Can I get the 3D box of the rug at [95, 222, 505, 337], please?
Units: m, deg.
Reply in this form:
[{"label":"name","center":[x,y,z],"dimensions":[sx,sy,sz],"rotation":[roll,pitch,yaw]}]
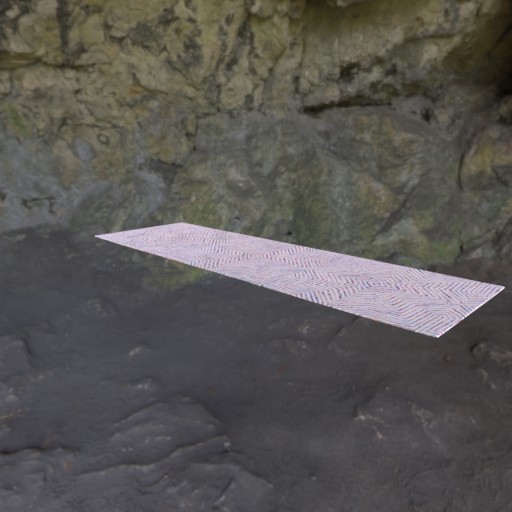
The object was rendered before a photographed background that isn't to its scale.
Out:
[{"label":"rug","center":[0.000,0.000,2.587],"dimensions":[2.443,0.009,0.771],"rotation":[13,20,42]}]
